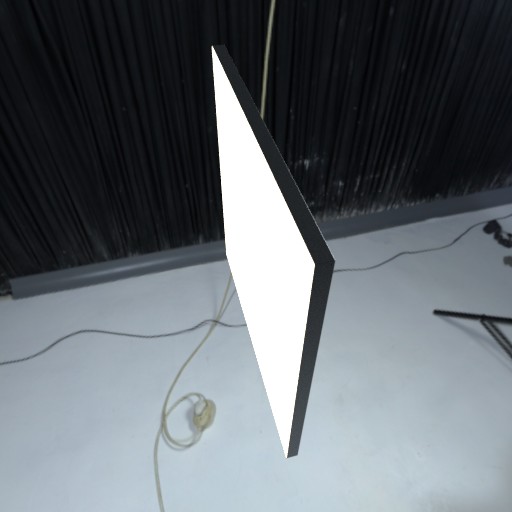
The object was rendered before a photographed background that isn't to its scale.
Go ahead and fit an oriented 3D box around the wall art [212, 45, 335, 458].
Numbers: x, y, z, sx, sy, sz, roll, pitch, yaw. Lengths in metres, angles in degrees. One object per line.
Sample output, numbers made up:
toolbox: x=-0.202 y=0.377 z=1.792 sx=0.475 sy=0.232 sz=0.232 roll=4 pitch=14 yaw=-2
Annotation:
wall art: x=0.000 y=0.000 z=1.159 sx=0.031 sy=0.775 sz=0.773 roll=-11 pitch=48 yaw=-10
